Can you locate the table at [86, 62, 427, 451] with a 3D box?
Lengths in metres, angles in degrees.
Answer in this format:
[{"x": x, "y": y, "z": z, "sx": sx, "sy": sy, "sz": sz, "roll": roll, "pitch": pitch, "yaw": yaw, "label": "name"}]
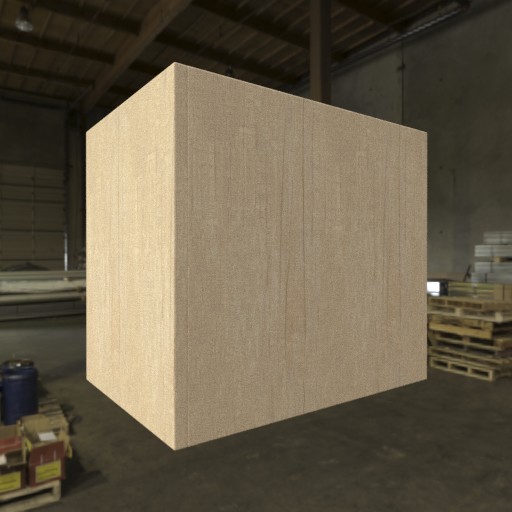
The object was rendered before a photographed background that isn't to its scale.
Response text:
[{"x": 0.000, "y": 0.000, "z": 0.917, "sx": 0.570, "sy": 0.510, "sz": 0.420, "roll": 0, "pitch": 0, "yaw": -36, "label": "table"}]
